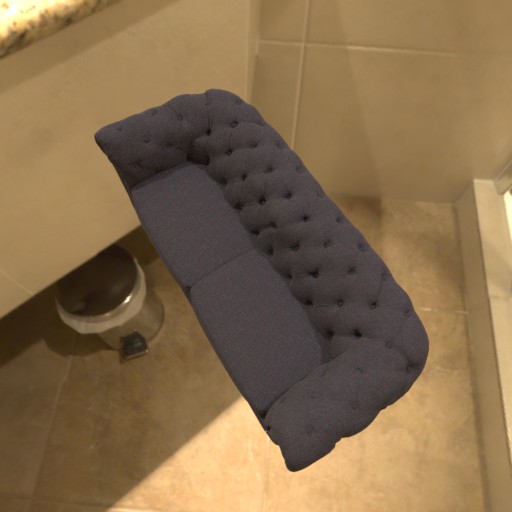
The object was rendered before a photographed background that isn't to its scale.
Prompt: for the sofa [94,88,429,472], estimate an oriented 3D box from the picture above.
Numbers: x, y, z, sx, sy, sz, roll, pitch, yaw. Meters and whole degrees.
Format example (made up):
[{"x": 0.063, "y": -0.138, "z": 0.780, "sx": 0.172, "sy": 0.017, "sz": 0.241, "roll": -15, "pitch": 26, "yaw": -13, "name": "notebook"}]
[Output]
[{"x": 0.000, "y": 0.000, "z": 2.829, "sx": 1.046, "sy": 0.836, "sz": 2.335, "roll": -29, "pitch": 68, "yaw": -13, "name": "sofa"}]
